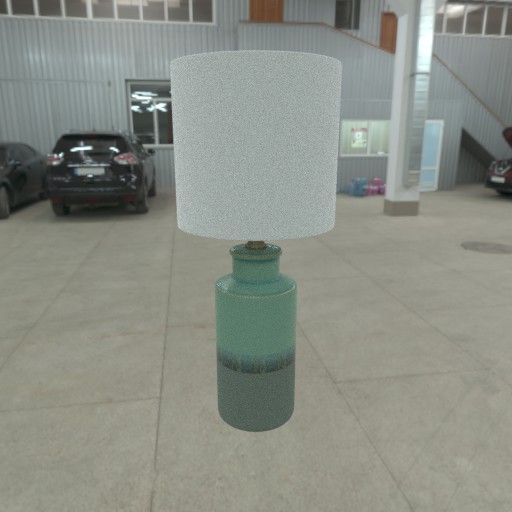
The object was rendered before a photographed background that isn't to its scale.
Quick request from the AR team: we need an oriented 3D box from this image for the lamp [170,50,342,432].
[{"bbox_3d":[0.000,0.000,0.620,0.212,0.493,0.212,-14,21,-43],"label":"lamp"}]
